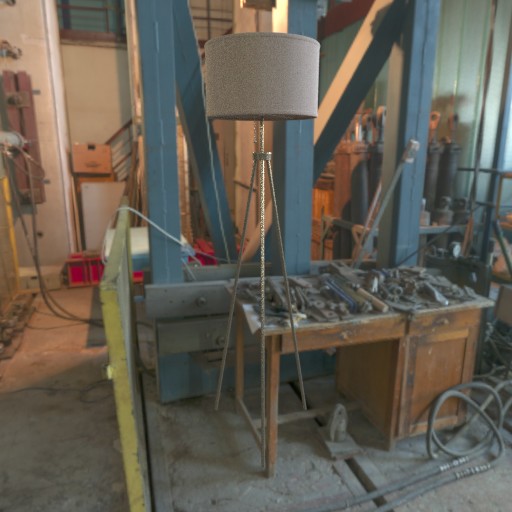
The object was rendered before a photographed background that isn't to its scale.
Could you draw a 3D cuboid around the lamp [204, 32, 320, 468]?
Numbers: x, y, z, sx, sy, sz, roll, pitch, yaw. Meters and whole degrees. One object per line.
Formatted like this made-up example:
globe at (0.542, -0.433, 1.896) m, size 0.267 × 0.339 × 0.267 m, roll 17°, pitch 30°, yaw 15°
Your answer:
lamp at (0.000, 0.000, 1.775) m, size 0.460 × 1.545 × 0.449 m, roll 7°, pitch 16°, yaw 27°
